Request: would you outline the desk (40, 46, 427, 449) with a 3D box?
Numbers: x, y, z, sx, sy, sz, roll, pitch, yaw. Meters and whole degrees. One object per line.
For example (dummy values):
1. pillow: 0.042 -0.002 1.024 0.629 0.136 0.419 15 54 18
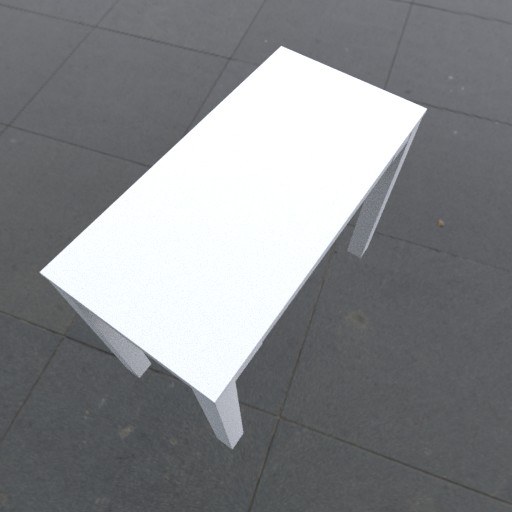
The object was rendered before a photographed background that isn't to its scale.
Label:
1. desk: 0.000 0.000 1.459 0.497 0.762 0.990 31 65 17
